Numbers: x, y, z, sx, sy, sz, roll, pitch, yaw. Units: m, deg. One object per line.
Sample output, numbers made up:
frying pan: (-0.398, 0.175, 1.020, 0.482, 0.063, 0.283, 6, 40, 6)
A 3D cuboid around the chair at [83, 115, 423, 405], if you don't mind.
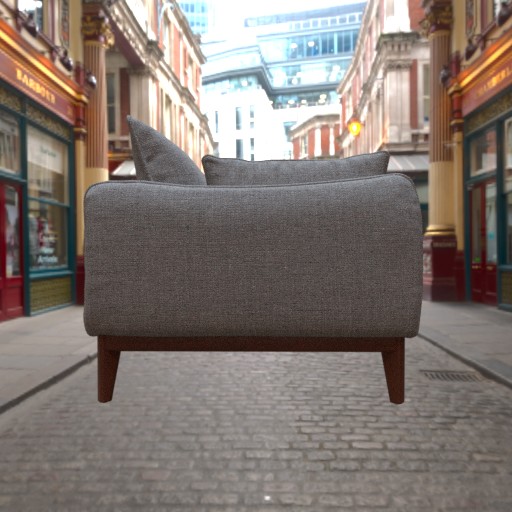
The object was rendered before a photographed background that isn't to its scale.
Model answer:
chair: (0.000, 0.000, 1.692, 0.976, 0.839, 0.993, 0, 0, 1)
